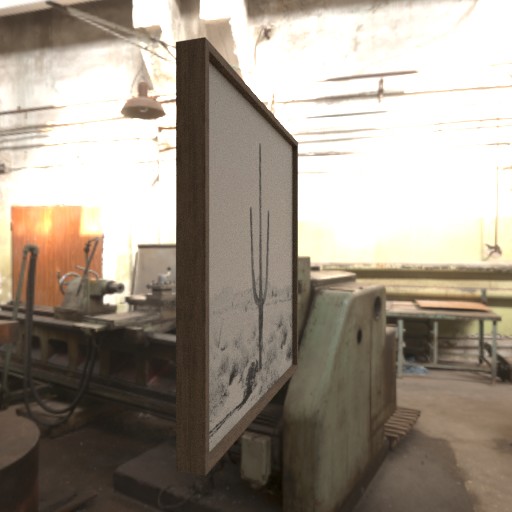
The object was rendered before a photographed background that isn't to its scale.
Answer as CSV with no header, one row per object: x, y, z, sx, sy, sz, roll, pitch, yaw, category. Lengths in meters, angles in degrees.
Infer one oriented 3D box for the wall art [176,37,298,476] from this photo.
0.000,0.000,0.761,0.038,0.508,0.508,0,0,18,wall art
